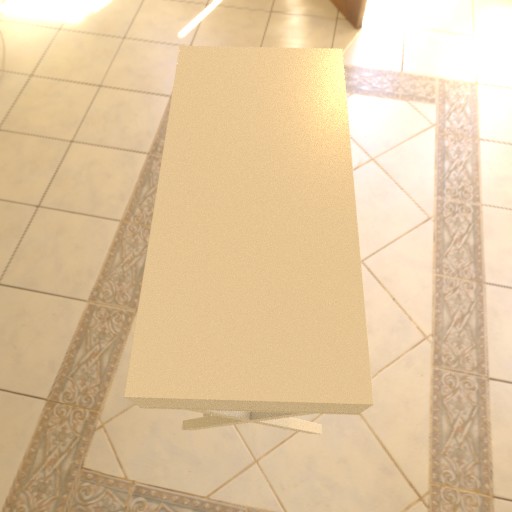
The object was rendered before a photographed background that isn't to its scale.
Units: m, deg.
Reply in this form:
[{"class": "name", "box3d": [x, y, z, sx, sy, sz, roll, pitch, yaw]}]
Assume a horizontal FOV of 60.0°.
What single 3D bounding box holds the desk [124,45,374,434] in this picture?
[{"class": "desk", "box3d": [0.000, 0.000, 1.481, 0.509, 0.780, 1.059, 2, 63, 1]}]
